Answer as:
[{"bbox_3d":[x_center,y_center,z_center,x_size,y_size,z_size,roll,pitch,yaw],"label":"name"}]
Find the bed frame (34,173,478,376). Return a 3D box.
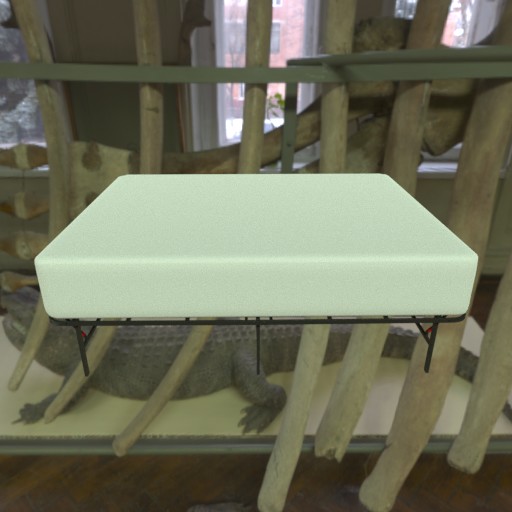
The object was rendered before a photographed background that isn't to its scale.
[{"bbox_3d":[0.000,0.000,2.795,2.037,0.677,1.528,0,25,-1],"label":"bed frame"}]
